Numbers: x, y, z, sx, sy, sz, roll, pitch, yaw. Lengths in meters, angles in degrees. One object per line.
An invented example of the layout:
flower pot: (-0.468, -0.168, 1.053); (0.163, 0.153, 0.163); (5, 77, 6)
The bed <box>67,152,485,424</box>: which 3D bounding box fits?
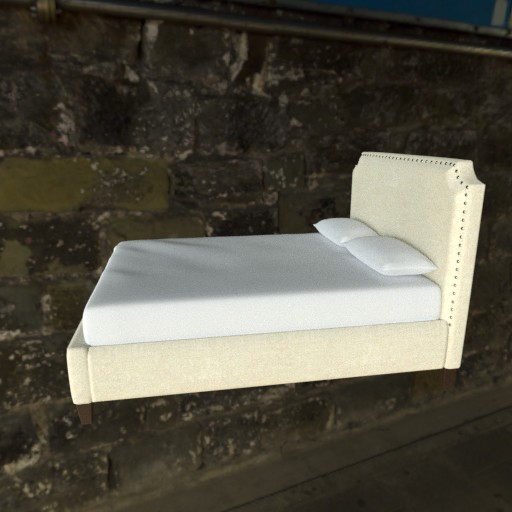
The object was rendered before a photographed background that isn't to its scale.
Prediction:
bed: (0.000, 0.000, 3.310); (2.381, 1.457, 1.713); (-3, 15, -10)
